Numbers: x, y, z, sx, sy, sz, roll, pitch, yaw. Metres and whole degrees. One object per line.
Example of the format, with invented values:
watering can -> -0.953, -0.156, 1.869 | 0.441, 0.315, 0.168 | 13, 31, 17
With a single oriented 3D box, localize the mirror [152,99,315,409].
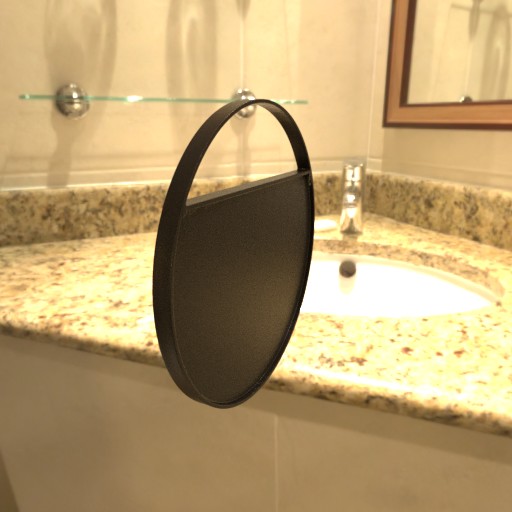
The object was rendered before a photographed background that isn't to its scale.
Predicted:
mirror -> 0.000, 0.000, 0.847 | 0.032, 0.565, 0.565 | 9, 19, 26
